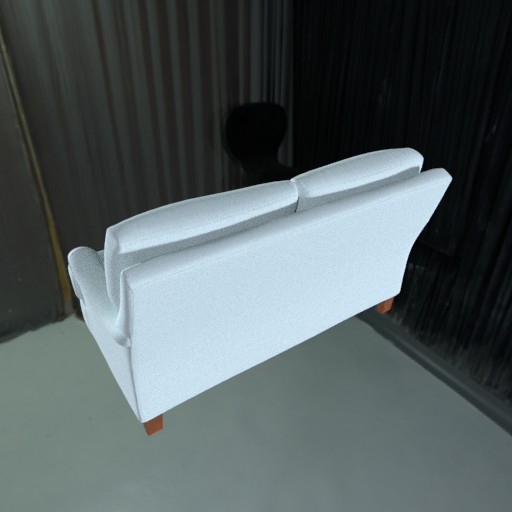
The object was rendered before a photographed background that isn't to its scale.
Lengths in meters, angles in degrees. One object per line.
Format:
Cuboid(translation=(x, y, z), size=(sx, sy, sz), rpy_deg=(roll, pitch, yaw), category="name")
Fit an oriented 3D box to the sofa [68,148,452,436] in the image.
Cuboid(translation=(0.000, 0.000, 2.485), size=(1.853, 1.101, 1.084), rpy_deg=(-20, 36, -29), category="sofa")
